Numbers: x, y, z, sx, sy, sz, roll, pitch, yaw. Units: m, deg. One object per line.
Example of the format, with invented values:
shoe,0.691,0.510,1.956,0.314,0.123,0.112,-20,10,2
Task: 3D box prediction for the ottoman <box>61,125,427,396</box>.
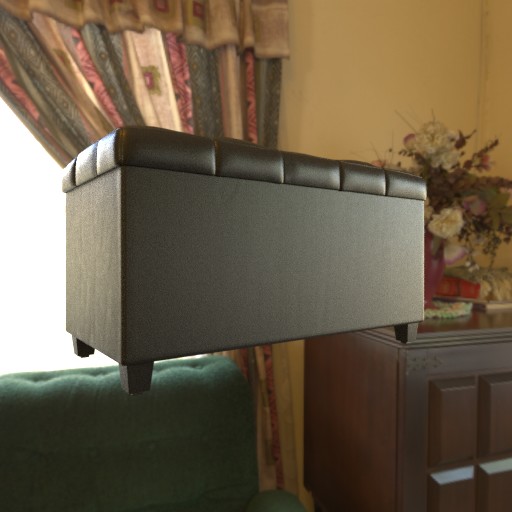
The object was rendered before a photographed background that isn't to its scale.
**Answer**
ottoman,0.000,0.000,1.114,0.838,0.470,0.432,0,0,-36
